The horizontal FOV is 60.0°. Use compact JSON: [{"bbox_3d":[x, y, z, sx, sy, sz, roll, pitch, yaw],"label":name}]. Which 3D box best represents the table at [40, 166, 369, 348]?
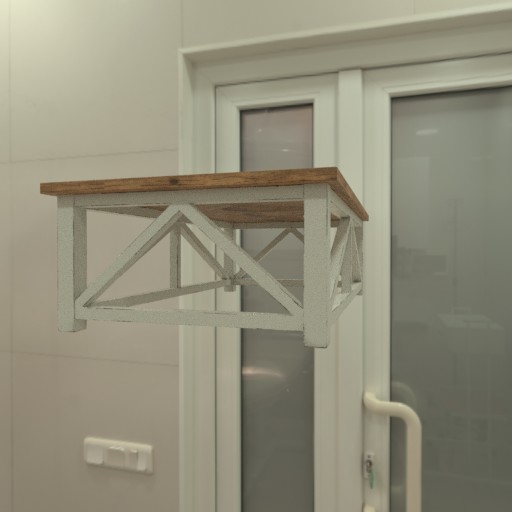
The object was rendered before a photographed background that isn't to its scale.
[{"bbox_3d":[0.000,0.000,1.758,0.800,0.410,1.400,0,1,17],"label":"table"}]
